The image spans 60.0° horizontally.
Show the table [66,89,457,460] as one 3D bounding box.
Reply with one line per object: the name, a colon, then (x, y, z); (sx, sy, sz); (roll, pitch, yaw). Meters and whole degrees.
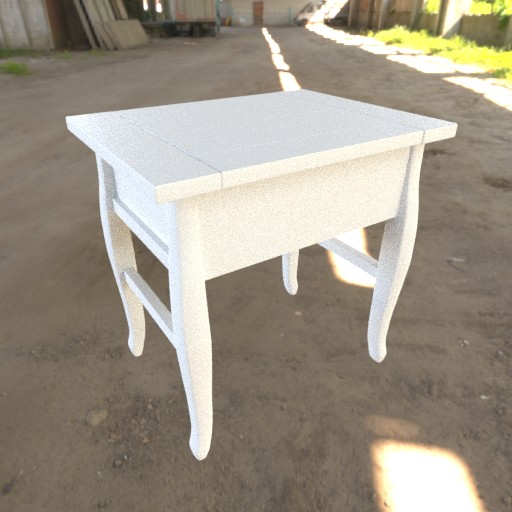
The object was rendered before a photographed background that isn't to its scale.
table: (0.000, 0.000, 1.000); (0.599, 0.605, 0.463); (-18, 34, -29)
